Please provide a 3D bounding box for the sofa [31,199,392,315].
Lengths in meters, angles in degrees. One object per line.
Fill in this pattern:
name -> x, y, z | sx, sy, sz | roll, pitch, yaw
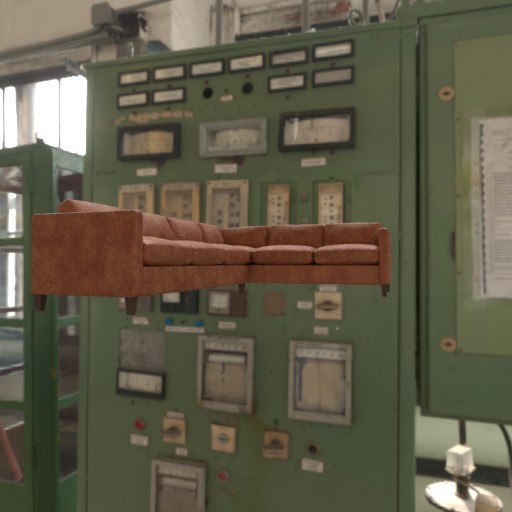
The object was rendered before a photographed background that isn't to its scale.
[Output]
sofa -> 0.000, 0.000, 4.328 | 2.438, 0.838, 3.167 | 0, -1, 19
